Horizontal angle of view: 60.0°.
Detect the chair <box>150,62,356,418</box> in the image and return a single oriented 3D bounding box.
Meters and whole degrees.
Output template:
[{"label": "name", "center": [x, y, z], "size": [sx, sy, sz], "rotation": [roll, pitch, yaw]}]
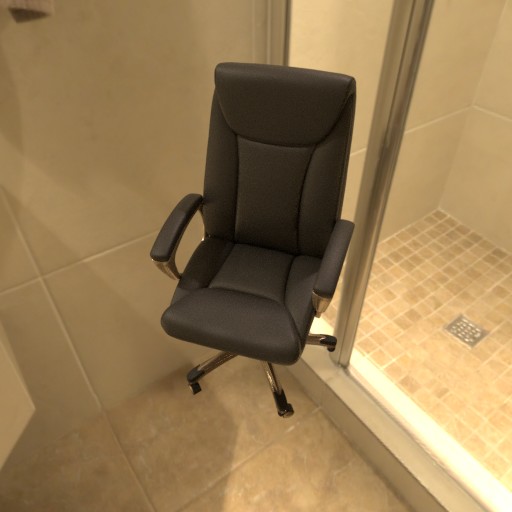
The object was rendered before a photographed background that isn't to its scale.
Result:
[{"label": "chair", "center": [0.000, 0.000, 1.646], "size": [0.694, 1.188, 0.748], "rotation": [11, 43, 13]}]
